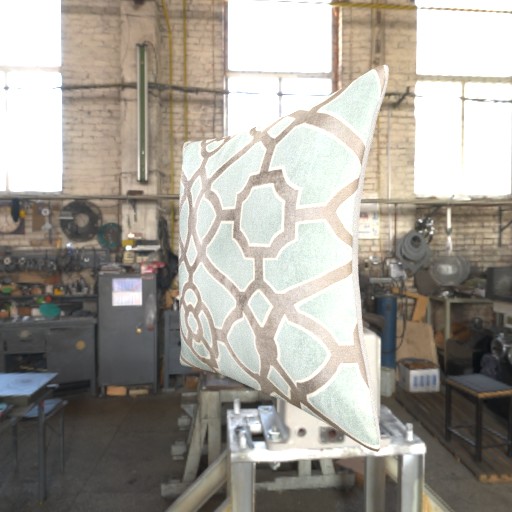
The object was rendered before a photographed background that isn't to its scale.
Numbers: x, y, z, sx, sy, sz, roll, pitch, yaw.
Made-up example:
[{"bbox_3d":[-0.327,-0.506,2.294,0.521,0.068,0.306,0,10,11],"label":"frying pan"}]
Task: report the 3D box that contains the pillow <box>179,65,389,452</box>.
[{"bbox_3d":[0.000,0.000,0.797,0.166,0.508,0.552,-1,2,-37],"label":"pillow"}]
